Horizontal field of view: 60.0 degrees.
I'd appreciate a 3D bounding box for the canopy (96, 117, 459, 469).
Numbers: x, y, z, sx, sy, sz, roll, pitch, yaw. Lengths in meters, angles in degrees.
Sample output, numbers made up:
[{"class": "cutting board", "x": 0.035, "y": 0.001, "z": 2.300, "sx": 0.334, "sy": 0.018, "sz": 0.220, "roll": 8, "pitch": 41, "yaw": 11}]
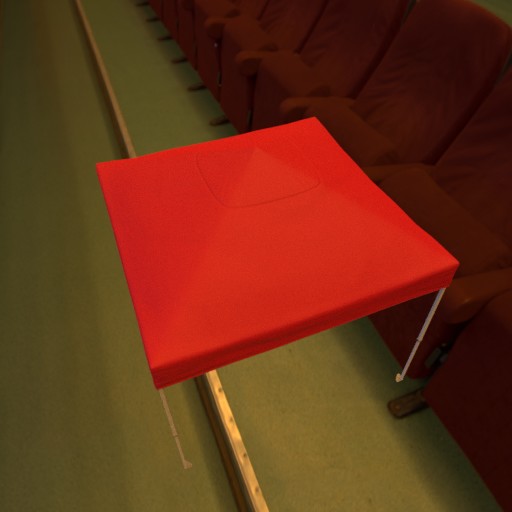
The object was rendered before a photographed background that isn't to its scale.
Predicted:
[{"class": "canopy", "x": 0.000, "y": 0.000, "z": 5.301, "sx": 2.998, "sy": 2.997, "sz": 2.996, "roll": -16, "pitch": 48, "yaw": -15}]
